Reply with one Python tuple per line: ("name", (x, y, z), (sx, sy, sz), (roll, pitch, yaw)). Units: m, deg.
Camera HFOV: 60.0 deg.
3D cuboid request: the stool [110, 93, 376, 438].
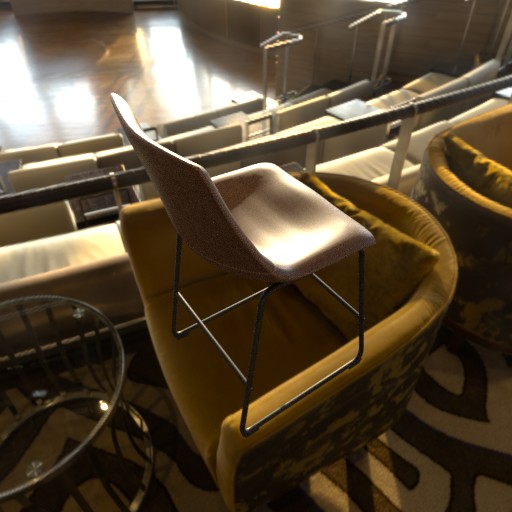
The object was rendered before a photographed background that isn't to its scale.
("stool", (0.000, 0.000, 1.212), (0.550, 0.890, 0.460), (-25, 47, -25))
